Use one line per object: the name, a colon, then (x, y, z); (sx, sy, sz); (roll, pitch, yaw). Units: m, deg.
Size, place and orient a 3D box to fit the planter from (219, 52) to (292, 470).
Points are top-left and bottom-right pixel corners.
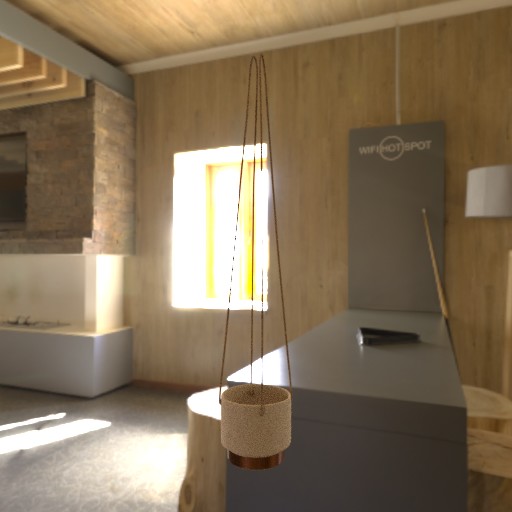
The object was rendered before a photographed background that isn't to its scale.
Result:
planter: (0.000, 0.000, 0.926); (0.146, 0.841, 0.146); (0, 0, 36)
